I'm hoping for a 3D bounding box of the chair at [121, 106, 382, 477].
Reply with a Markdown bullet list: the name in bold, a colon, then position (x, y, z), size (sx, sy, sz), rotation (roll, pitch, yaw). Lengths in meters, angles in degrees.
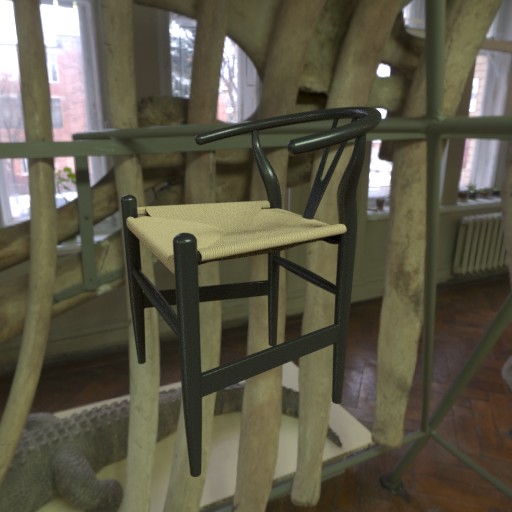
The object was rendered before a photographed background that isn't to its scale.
- **chair**: position (0.000, 0.000, 1.144), size (0.570, 0.739, 0.570), rotation (-8, 18, -25)
